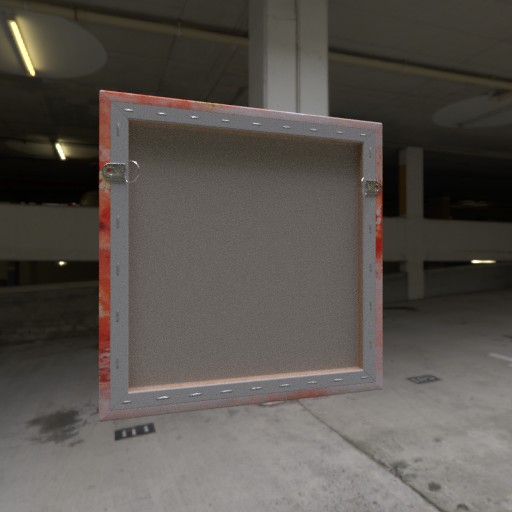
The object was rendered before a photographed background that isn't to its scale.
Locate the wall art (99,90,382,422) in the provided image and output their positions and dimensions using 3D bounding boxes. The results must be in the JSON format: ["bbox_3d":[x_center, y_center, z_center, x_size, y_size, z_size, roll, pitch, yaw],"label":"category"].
[{"bbox_3d":[0.000,0.000,1.120,0.747,0.746,0.064,0,0,-19],"label":"wall art"}]
